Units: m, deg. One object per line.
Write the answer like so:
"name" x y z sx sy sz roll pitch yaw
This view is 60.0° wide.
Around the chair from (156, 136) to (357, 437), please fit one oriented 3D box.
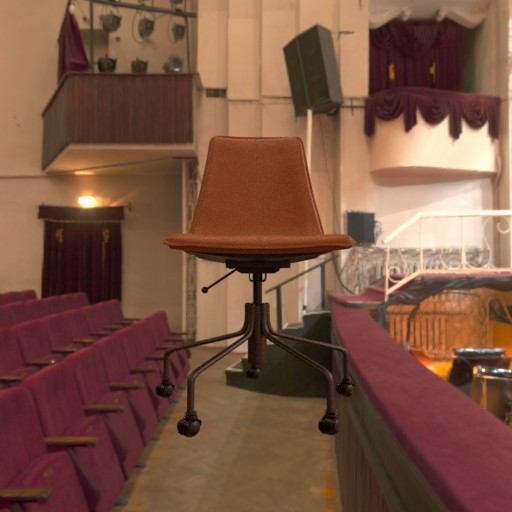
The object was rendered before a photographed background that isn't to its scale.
"chair" 0.000 0.000 1.387 0.651 0.920 0.660 0 -1 -1
